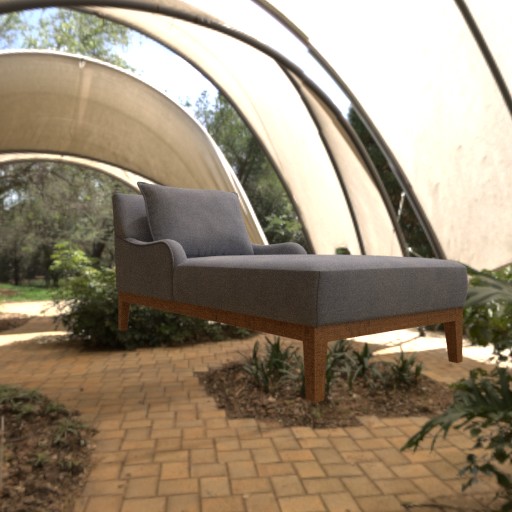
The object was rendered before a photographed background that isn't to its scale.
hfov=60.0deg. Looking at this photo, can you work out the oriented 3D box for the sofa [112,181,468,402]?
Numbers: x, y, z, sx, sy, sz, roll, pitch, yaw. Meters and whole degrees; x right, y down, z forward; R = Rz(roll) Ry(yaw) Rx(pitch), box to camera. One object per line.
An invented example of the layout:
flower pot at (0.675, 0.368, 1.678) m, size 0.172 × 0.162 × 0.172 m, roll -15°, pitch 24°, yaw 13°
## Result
sofa at (0.000, 0.000, 2.275) m, size 0.904 × 0.883 × 1.779 m, roll 0°, pitch 0°, yaw -37°
